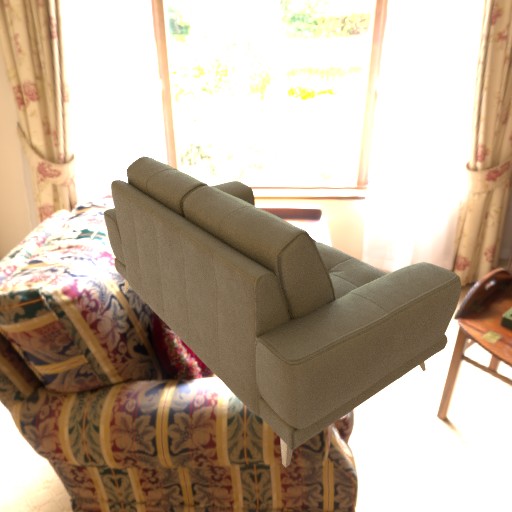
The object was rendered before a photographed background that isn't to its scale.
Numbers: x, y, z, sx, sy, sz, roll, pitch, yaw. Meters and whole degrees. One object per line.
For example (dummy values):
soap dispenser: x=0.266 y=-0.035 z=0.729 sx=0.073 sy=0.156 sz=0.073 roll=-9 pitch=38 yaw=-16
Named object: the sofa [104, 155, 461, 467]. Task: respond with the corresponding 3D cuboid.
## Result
sofa: x=0.000 y=0.000 z=2.362 sx=1.018 sy=0.907 sz=1.806 roll=-19 pitch=33 yaw=-32
